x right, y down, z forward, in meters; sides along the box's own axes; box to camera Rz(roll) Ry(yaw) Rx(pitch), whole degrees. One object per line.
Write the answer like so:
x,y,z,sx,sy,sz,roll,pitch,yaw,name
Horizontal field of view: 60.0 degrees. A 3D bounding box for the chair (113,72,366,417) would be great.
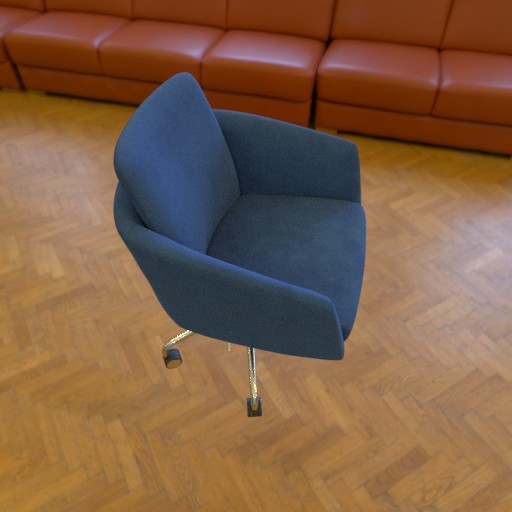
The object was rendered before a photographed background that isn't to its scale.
0.000,0.000,1.340,0.635,0.908,0.641,10,48,9,chair
